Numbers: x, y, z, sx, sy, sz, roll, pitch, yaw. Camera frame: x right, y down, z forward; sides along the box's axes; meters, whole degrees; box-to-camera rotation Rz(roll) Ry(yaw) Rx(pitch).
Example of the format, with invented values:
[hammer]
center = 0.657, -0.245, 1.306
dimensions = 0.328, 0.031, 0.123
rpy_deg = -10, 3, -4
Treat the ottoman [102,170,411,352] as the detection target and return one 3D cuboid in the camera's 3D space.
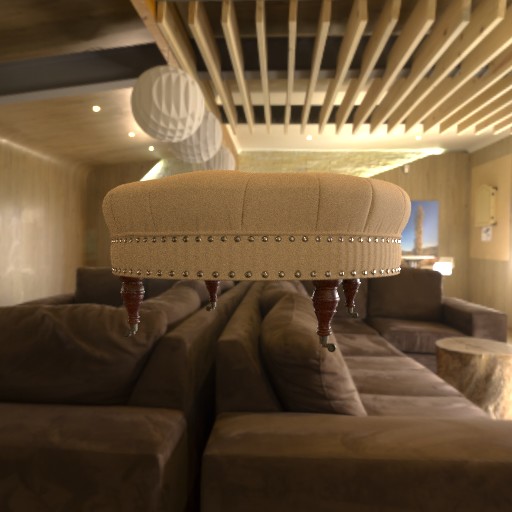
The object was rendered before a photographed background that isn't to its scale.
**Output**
[ottoman]
center = 0.000, 0.000, 1.367
dimensions = 0.901, 0.439, 0.901
rpy_deg = 0, 1, 0
